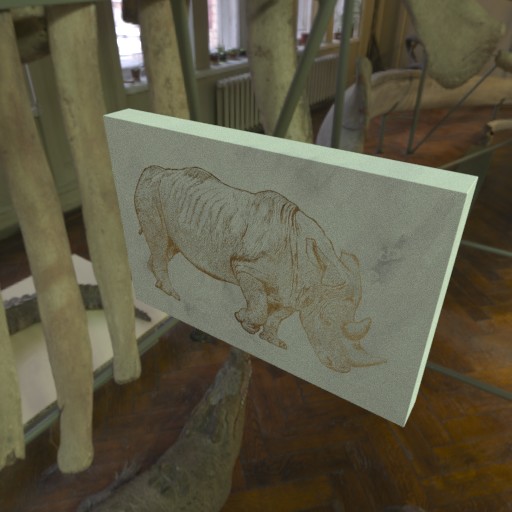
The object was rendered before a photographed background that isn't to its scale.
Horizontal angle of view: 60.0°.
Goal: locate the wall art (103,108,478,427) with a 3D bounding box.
[{"bbox_3d":[0.000,0.000,0.480,0.381,0.254,0.038,19,37,28],"label":"wall art"}]
